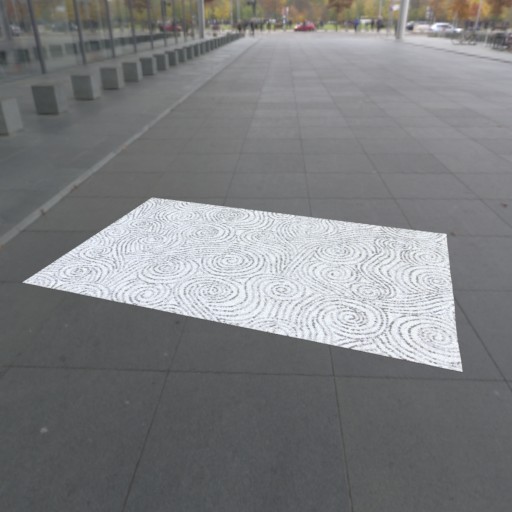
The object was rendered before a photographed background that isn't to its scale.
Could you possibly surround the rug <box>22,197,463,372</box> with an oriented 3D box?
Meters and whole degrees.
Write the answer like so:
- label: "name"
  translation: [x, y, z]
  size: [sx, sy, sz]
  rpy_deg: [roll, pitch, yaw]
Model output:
- label: "rug"
  translation: [0.000, 0.000, 2.943]
  size: [2.439, 0.005, 1.524]
  rpy_deg: [9, 29, 16]
